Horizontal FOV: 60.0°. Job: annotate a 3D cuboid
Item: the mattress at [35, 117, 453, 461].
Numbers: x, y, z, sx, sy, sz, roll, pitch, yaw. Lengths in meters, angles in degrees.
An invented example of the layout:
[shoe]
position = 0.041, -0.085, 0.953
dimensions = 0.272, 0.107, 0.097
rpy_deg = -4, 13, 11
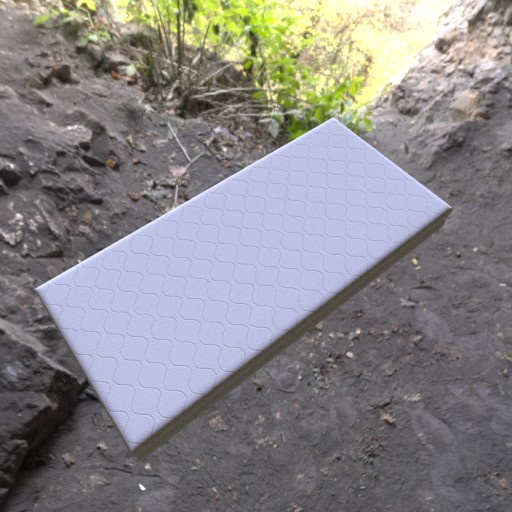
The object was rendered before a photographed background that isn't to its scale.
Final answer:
[mattress]
position = 0.000, 0.000, 2.233
dimensions = 1.900, 0.200, 0.900
rpy_deg = -34, 63, -20
